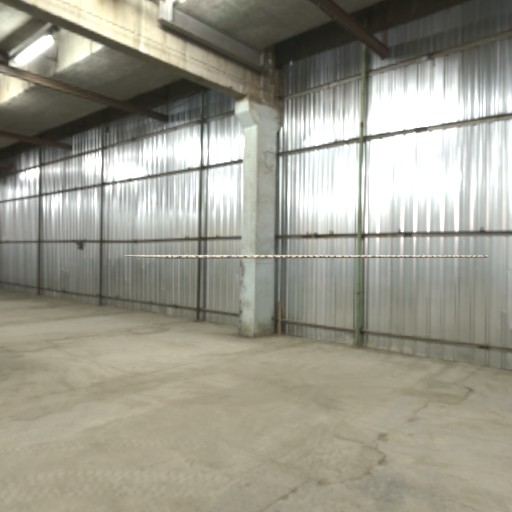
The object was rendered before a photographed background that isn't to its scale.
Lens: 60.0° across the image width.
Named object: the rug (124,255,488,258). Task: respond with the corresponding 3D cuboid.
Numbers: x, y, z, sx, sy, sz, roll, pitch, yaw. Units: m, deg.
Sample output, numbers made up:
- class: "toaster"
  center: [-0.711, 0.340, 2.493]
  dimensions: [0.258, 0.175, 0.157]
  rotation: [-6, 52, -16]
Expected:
- class: "rug"
  center: [0.000, 0.000, 2.193]
  dimensions: [1.144, 0.008, 1.752]
  rotation: [0, 0, -20]
